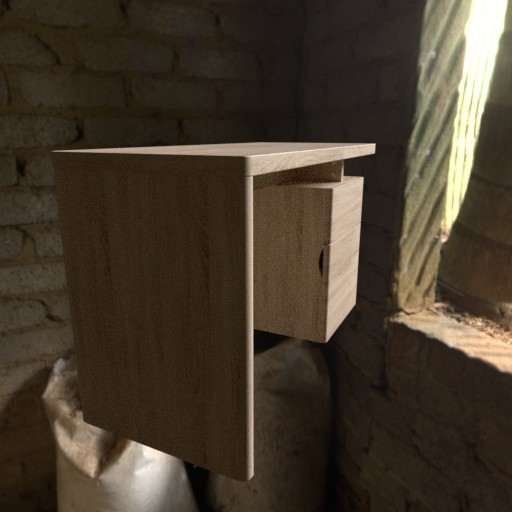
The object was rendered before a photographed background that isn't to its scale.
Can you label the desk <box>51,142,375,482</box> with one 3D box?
[{"bbox_3d":[0.000,0.000,1.582,0.550,0.760,1.200,8,17,25],"label":"desk"}]
